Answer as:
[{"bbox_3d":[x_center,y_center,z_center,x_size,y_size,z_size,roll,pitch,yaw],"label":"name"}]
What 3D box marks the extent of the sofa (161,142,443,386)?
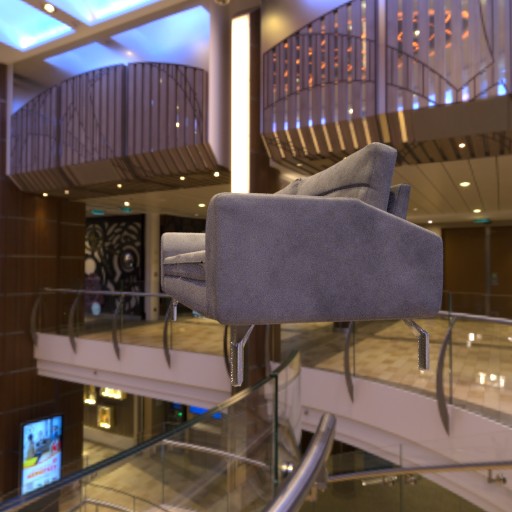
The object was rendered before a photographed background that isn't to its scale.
[{"bbox_3d":[0.000,0.000,2.331,0.849,0.859,1.837,0,-1,-17],"label":"sofa"}]
